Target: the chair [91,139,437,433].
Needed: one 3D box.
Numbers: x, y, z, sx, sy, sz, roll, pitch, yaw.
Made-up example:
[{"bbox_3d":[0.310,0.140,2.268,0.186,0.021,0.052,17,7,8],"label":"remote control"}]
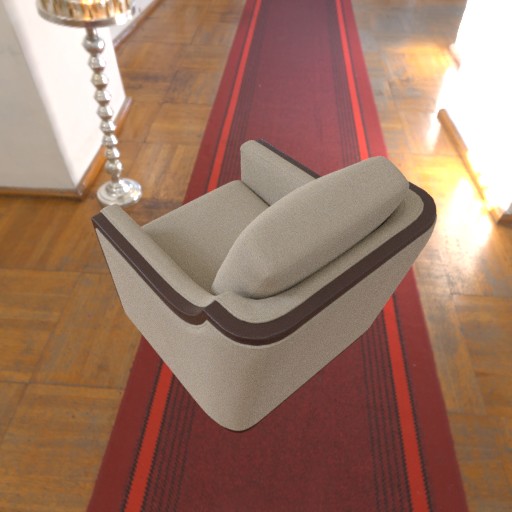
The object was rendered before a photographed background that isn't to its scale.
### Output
[{"bbox_3d":[0.000,0.000,1.679,0.870,0.930,0.950,-32,54,-27],"label":"chair"}]
